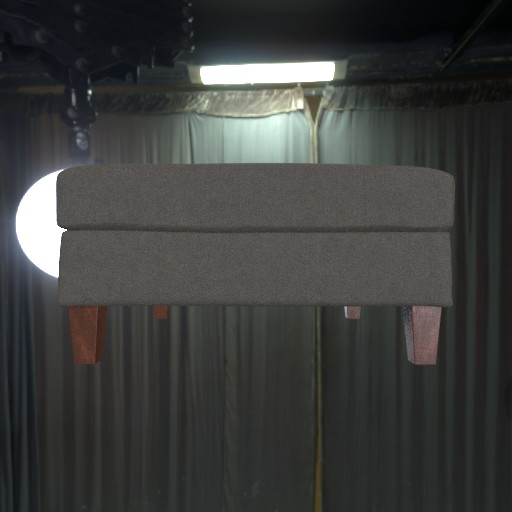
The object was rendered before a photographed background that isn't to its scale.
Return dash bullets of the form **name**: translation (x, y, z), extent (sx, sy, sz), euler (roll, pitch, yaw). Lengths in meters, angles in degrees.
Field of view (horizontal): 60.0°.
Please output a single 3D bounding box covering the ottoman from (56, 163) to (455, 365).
- **ottoman**: translation (0.000, 0.000, 1.368), extent (0.881, 0.482, 0.861), euler (0, 0, 0)
